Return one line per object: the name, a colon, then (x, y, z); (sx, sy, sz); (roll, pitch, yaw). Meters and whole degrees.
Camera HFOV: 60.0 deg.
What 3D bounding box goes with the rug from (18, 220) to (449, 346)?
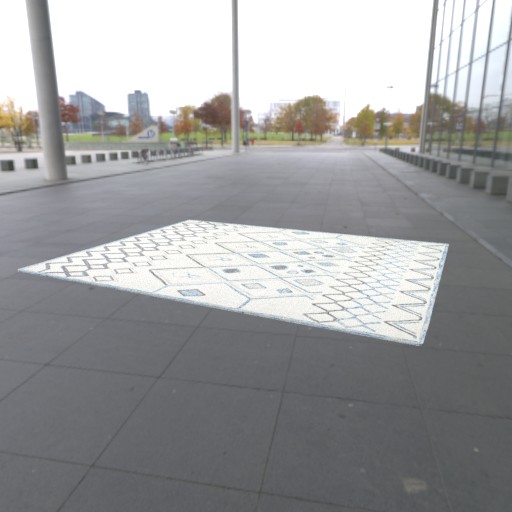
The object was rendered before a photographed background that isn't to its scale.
rug: (0.000, 0.000, 3.948); (3.056, 0.013, 2.441); (7, 17, 25)
